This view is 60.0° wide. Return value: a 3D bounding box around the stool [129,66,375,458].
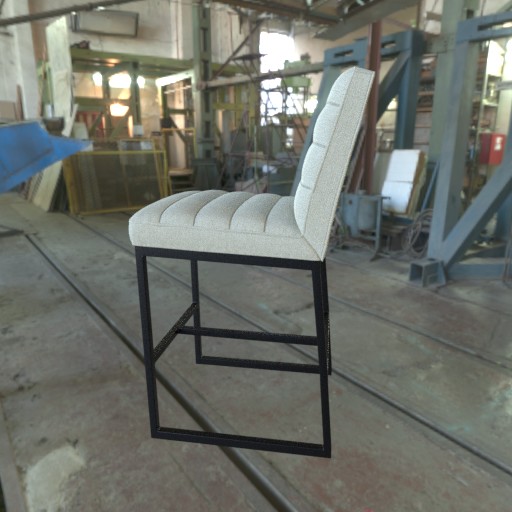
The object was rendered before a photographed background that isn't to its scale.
[{"bbox_3d":[0.000,0.000,1.259,0.560,0.940,0.460,2,15,9],"label":"stool"}]
